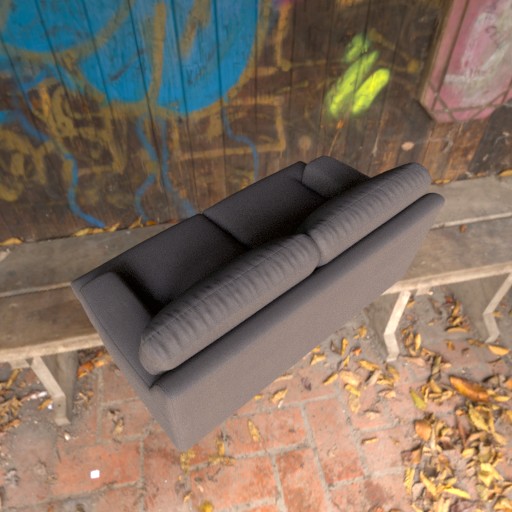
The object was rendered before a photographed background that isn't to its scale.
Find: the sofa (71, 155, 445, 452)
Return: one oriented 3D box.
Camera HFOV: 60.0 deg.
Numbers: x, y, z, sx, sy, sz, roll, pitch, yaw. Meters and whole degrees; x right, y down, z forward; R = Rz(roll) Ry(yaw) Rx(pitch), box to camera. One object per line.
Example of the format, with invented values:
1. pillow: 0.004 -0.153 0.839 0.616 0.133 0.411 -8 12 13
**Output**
1. sofa: 0.000 0.000 2.549 1.880 0.940 1.143 -32 55 -26
